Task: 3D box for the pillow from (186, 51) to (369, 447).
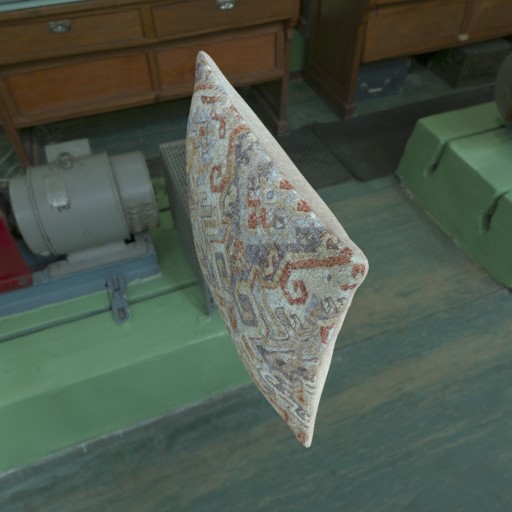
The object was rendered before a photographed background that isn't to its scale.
[{"bbox_3d":[0.000,0.000,0.769,0.166,0.506,0.523,-17,50,-15],"label":"pillow"}]
